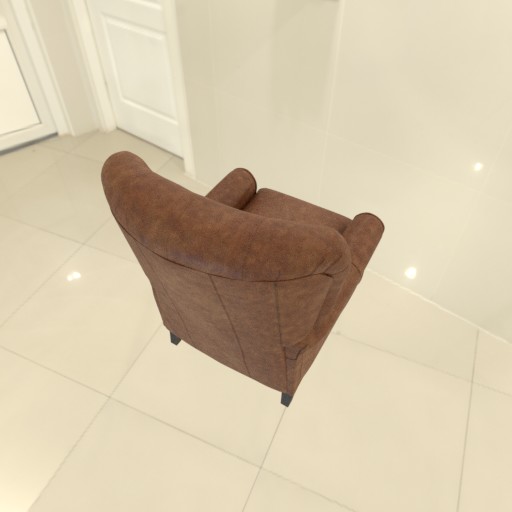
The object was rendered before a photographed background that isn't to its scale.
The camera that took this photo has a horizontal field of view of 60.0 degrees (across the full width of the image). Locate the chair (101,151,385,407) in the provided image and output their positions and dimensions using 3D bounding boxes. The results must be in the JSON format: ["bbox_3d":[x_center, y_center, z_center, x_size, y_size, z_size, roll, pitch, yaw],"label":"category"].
[{"bbox_3d":[0.000,0.000,1.987,0.951,1.164,1.059,23,51,21],"label":"chair"}]
